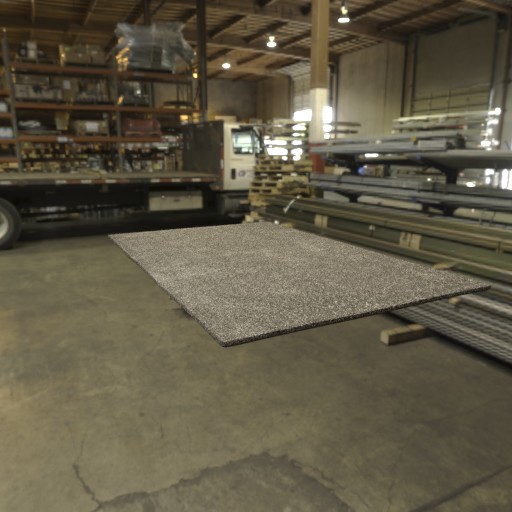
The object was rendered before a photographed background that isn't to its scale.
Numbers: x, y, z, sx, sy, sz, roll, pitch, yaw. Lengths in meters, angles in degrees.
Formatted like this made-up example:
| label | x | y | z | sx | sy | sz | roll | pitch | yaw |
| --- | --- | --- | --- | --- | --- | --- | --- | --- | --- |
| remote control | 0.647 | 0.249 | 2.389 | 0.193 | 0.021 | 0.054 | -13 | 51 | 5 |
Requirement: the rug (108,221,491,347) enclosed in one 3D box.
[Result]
| label | x | y | z | sx | sy | sz | roll | pitch | yaw |
| --- | --- | --- | --- | --- | --- | --- | --- | --- | --- |
| rug | 0.000 | 0.000 | 2.941 | 1.502 | 0.025 | 2.350 | -7 | 15 | -27 |
